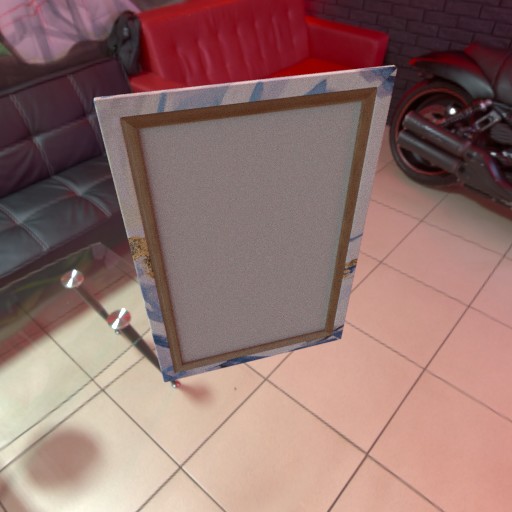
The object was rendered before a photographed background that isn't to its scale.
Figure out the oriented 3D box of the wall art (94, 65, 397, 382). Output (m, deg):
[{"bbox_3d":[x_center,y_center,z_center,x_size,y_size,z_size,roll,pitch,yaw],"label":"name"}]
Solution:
[{"bbox_3d":[0.000,0.000,1.166,0.610,0.914,0.016,-11,43,-12],"label":"wall art"}]
